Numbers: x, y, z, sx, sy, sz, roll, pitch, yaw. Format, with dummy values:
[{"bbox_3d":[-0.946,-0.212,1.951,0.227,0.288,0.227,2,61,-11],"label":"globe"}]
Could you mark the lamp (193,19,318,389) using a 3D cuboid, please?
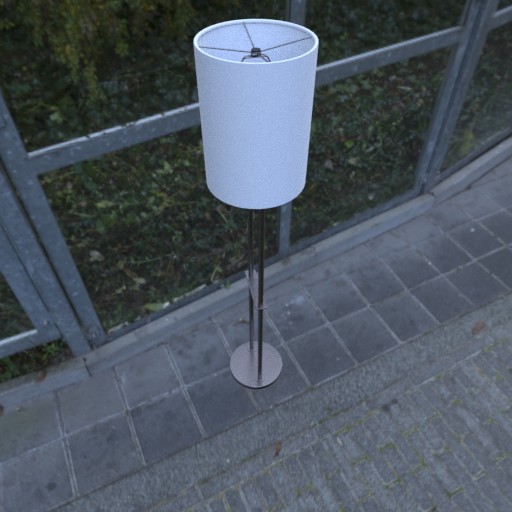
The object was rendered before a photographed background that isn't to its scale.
[{"bbox_3d":[0.000,0.000,1.615,0.305,1.500,0.306,-9,46,-9],"label":"lamp"}]
